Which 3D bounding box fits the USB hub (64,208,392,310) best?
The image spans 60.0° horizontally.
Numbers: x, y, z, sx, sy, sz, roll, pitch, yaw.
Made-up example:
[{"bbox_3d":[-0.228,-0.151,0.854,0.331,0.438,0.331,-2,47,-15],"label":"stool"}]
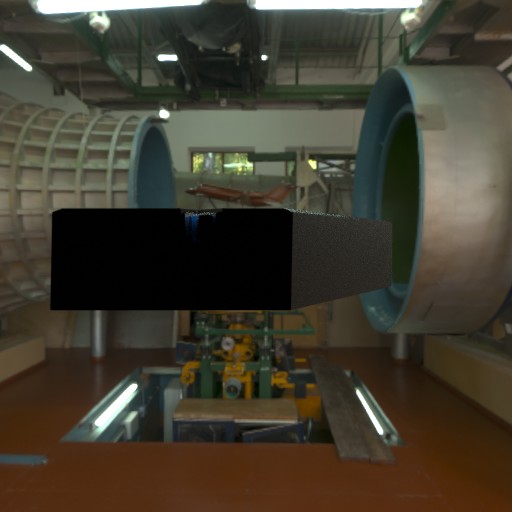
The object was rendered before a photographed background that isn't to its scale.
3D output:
[{"bbox_3d":[0.000,0.000,0.127,0.044,0.023,0.110,1,2,36],"label":"USB hub"}]
